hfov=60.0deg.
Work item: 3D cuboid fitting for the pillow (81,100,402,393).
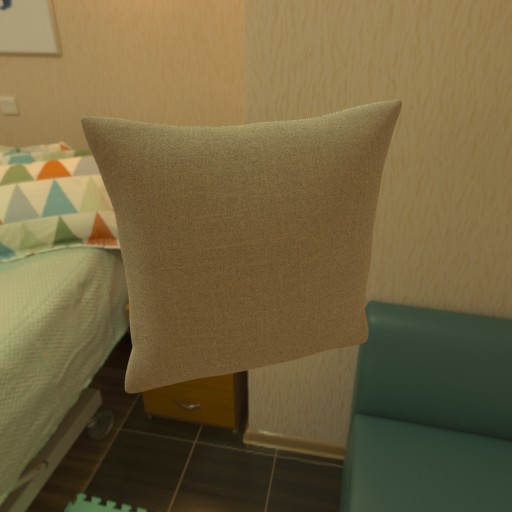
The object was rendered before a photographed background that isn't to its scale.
[{"bbox_3d":[0.000,0.000,0.784,0.512,0.506,0.178,-8,29,-16],"label":"pillow"}]
